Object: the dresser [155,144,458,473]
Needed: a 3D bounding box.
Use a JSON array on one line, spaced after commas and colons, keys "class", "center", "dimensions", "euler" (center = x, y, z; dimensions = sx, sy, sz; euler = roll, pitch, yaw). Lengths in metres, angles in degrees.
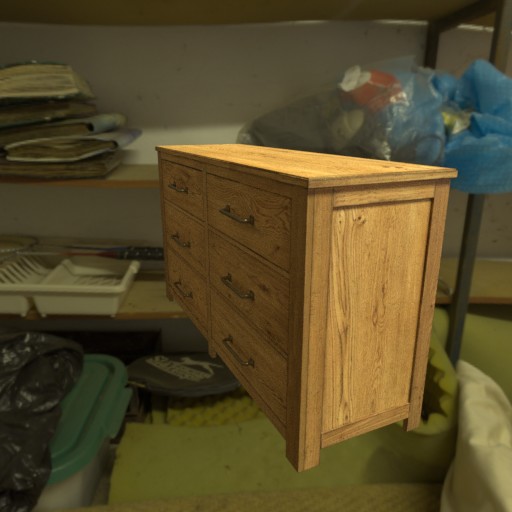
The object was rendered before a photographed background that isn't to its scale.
[{"class": "dresser", "center": [0.000, 0.000, 2.073], "dimensions": [0.563, 0.932, 1.657], "euler": [-8, 19, -24]}]
